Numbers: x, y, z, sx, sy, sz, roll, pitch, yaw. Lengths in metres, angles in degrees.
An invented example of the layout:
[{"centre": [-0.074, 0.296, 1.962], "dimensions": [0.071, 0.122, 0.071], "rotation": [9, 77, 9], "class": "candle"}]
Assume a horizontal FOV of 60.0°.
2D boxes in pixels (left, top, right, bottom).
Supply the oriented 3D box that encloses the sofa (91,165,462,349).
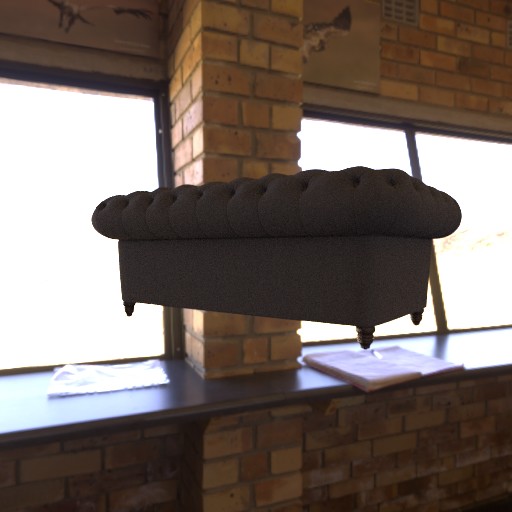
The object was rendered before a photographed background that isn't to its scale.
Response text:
[{"centre": [0.000, 0.000, 2.529], "dimensions": [1.998, 0.764, 0.986], "rotation": [0, 1, 36], "class": "sofa"}]
